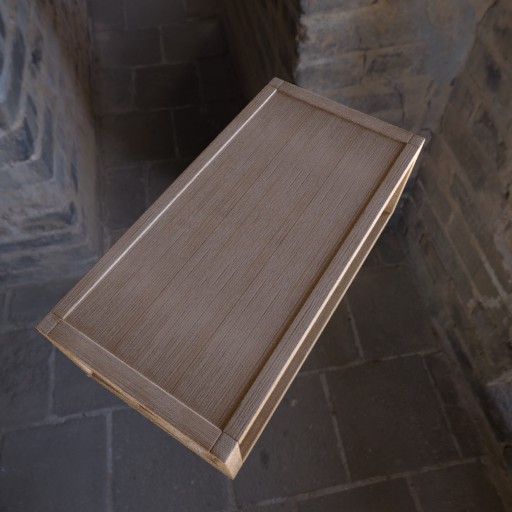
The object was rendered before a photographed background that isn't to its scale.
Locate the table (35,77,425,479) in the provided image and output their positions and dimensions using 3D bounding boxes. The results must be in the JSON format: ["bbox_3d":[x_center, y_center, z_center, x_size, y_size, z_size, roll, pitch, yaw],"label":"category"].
[{"bbox_3d":[0.000,0.000,1.648,0.660,0.457,1.321,29,63,16],"label":"table"}]
